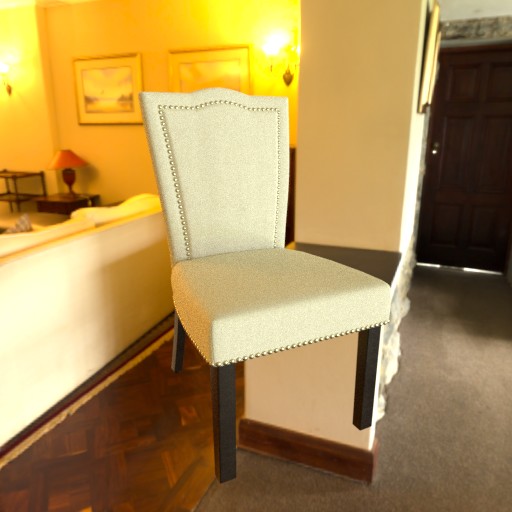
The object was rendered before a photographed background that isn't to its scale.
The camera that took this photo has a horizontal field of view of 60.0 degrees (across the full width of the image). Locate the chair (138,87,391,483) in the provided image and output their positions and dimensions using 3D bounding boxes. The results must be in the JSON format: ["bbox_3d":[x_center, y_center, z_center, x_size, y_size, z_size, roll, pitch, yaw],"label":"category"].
[{"bbox_3d":[0.000,0.000,1.273,0.518,0.946,0.589,-8,18,-26],"label":"chair"}]
